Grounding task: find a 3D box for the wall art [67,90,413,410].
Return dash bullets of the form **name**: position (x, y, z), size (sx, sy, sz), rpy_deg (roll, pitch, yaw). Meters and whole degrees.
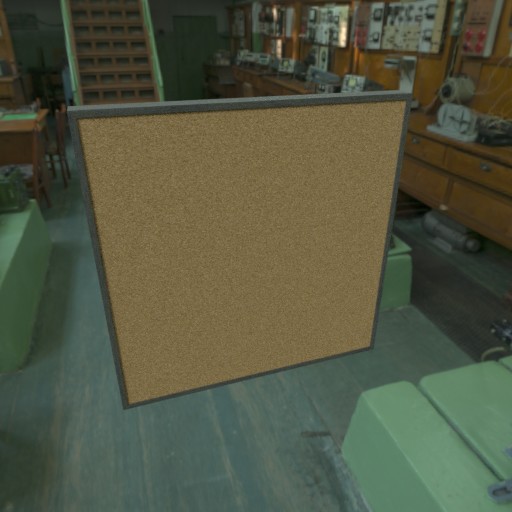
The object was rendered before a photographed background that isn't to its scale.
- **wall art**: position (0.000, 0.000, 0.753), size (0.507, 0.507, 0.037), rpy_deg (-9, 29, -17)
